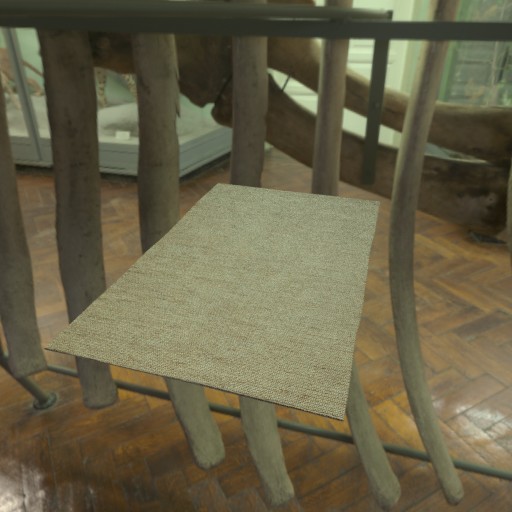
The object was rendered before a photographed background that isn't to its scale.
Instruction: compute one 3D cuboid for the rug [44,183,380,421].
[{"bbox_3d":[0.000,0.000,3.079,1.533,0.011,2.439,9,31,15],"label":"rug"}]
